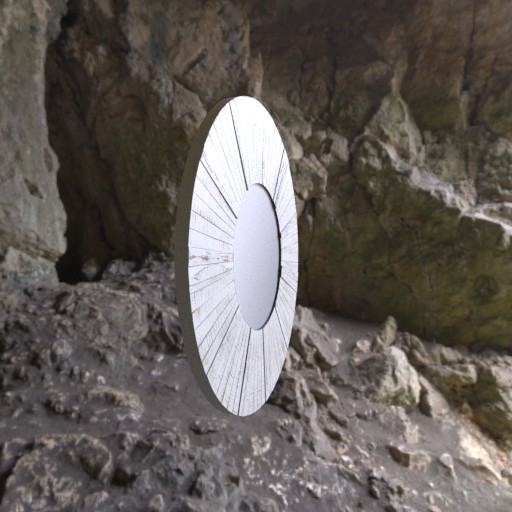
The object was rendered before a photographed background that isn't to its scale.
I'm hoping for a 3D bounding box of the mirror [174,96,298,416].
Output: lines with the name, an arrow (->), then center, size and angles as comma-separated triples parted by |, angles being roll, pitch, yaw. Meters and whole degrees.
mirror -> 0.000, 0.000, 1.343 | 0.038, 0.914, 0.914 | 0, 1, 20
